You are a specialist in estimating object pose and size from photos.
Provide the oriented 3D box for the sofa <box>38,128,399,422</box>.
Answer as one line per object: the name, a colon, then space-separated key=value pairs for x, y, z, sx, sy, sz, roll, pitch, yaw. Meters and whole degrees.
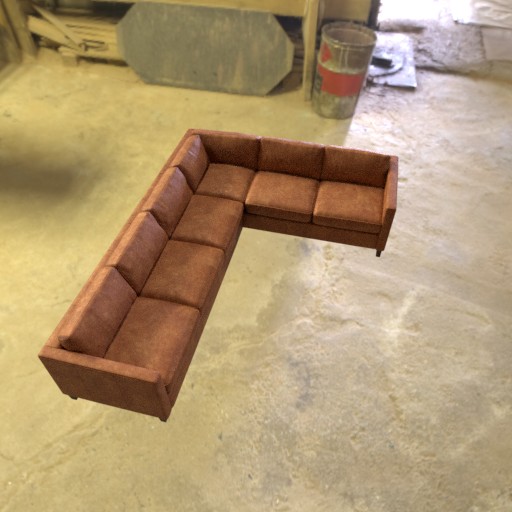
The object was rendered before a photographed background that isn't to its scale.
sofa: x=0.000 y=0.000 z=4.168 sx=2.438 sy=0.838 sz=3.167 roll=10 pitch=47 yaw=9
